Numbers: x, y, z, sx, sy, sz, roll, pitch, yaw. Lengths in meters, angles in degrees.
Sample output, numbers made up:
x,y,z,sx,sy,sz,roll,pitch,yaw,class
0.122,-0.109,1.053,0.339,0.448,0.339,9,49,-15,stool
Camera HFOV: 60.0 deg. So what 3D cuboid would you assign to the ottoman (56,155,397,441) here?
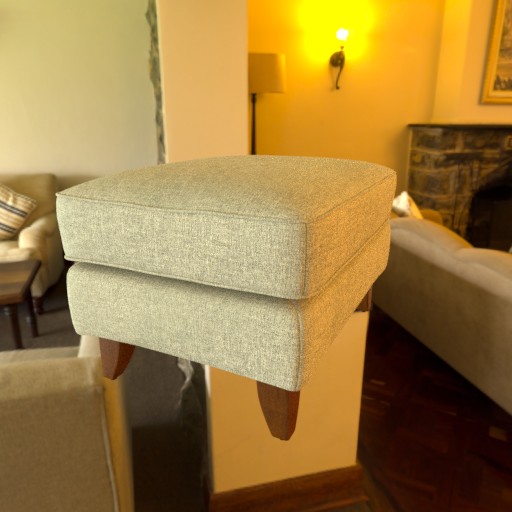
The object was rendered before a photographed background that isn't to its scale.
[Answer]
x,y,z,sx,sy,sz,roll,pitch,yaw,class
0.000,0.000,1.315,0.661,0.561,0.889,8,19,25,ottoman
